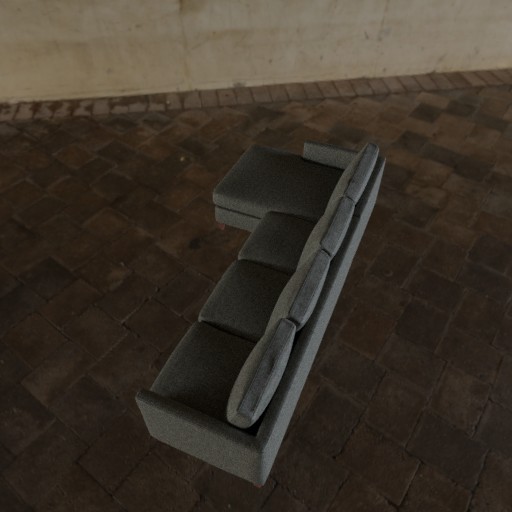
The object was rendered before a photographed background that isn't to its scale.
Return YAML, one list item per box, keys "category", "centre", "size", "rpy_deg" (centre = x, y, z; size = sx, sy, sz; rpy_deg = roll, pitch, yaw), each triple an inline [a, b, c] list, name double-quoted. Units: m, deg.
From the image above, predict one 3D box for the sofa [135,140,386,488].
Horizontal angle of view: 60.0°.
- category: "sofa"
  centre: [0.000, 0.000, 4.138]
  size: [1.635, 0.960, 3.485]
  rpy_deg: [17, 48, 16]
